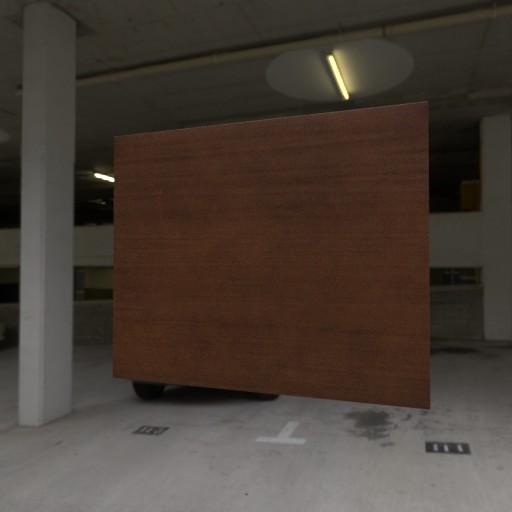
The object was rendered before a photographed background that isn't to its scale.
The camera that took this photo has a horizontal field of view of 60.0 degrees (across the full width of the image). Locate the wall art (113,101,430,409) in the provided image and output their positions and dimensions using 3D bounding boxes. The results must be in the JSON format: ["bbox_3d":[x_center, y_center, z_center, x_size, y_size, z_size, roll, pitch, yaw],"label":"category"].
[{"bbox_3d":[0.000,0.000,0.552,0.401,0.328,0.030,0,-1,19],"label":"wall art"}]
